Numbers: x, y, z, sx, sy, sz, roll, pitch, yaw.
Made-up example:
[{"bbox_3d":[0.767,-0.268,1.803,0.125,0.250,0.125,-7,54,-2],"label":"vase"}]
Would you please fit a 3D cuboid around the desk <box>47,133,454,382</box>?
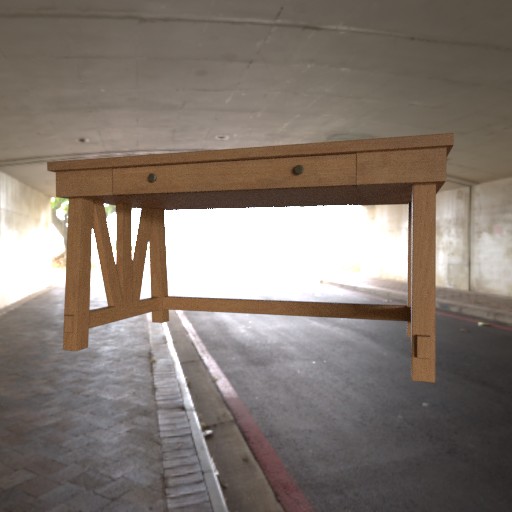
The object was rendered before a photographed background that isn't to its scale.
[{"bbox_3d":[0.000,0.000,1.944,1.499,0.762,0.813,0,1,18],"label":"desk"}]
